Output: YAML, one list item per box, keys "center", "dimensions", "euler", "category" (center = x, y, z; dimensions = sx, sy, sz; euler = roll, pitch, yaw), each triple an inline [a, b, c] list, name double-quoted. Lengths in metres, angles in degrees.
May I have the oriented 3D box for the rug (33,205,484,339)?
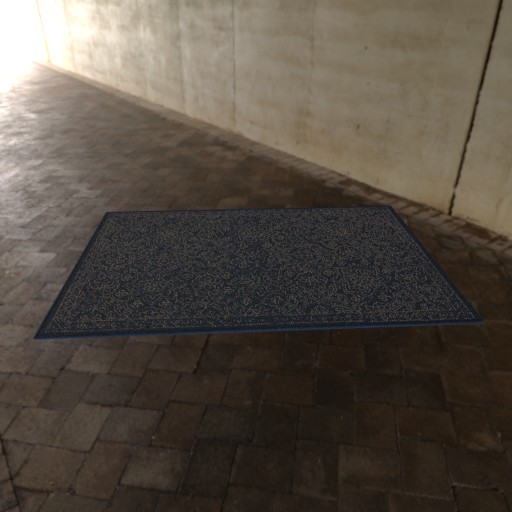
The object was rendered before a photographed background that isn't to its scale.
- center: [0.000, 0.000, 2.314]
  dimensions: [1.829, 0.010, 1.219]
  euler: [-2, 30, -3]
  category: "rug"
